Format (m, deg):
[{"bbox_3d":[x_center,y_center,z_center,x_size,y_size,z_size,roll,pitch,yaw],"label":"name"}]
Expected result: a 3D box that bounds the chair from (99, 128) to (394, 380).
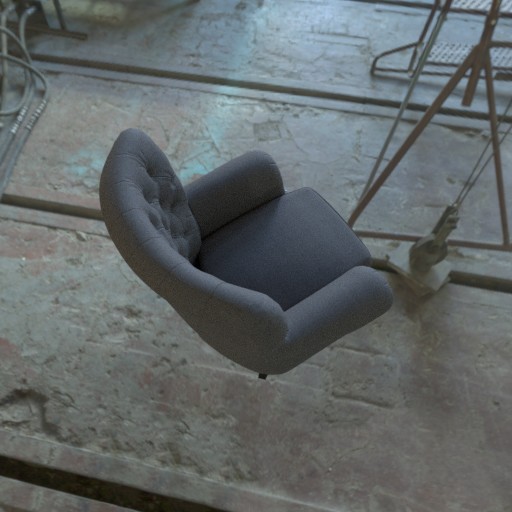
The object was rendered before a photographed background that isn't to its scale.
[{"bbox_3d":[0.000,0.000,1.852,0.983,1.046,0.983,-29,62,-17],"label":"chair"}]
